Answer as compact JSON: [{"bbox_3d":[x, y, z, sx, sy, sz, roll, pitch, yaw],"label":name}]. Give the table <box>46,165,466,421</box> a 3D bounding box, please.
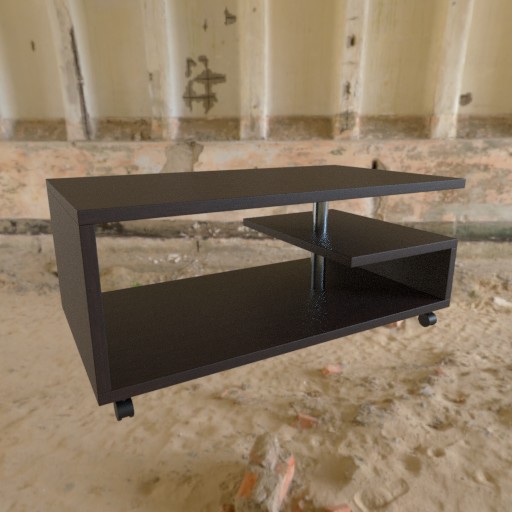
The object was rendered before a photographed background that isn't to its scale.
[{"bbox_3d":[0.000,0.000,1.332,1.050,0.460,0.590,-9,18,-28],"label":"table"}]
